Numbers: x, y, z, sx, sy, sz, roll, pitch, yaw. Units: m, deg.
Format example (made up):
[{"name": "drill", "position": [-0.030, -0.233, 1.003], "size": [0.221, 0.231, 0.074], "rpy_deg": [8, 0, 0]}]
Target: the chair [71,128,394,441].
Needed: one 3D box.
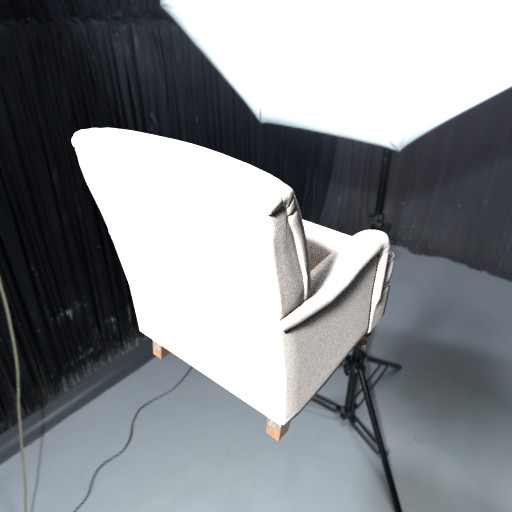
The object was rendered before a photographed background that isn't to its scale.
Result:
[{"name": "chair", "position": [0.000, 0.000, 1.826], "size": [0.879, 1.119, 0.953], "rpy_deg": [23, 38, 33]}]
